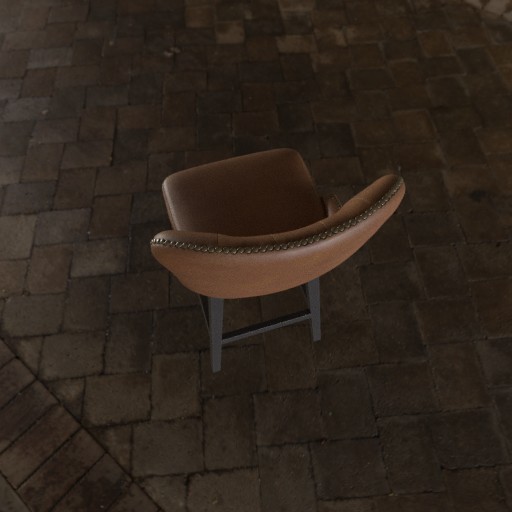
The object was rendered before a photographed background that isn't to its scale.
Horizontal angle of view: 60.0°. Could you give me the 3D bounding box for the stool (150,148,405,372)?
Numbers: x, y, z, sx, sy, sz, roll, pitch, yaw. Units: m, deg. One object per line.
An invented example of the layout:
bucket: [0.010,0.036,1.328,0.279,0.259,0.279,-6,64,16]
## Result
stool: [0.000,0.000,1.329,0.528,0.971,0.593,-15,60,-9]
